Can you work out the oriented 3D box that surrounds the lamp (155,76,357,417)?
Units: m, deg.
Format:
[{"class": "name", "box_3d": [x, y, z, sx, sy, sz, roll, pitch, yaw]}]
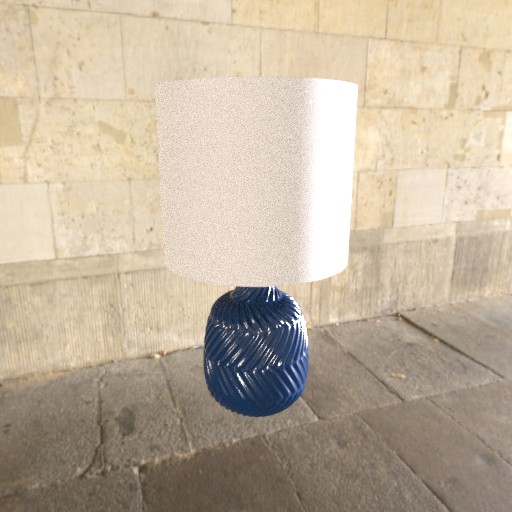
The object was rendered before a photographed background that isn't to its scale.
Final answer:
[{"class": "lamp", "box_3d": [0.000, 0.000, 0.502, 0.203, 0.368, 0.203, 7, 17, 24]}]
